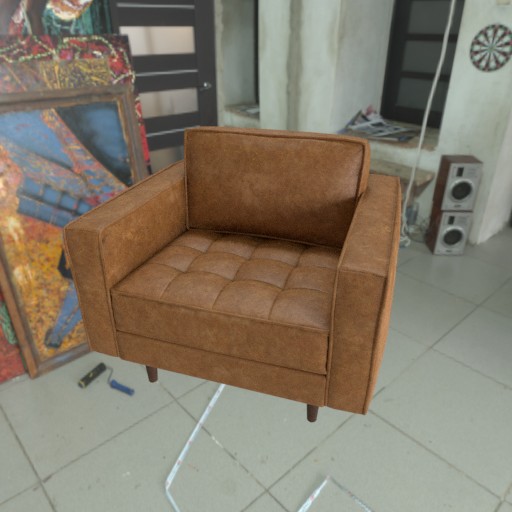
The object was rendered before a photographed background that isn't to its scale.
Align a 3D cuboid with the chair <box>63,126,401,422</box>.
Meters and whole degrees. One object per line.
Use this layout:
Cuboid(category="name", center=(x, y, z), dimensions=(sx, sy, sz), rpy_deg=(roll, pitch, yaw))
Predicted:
Cuboid(category="chair", center=(0.000, 0.000, 1.520), dimensions=(0.928, 0.767, 0.798), rpy_deg=(9, 29, 16))
